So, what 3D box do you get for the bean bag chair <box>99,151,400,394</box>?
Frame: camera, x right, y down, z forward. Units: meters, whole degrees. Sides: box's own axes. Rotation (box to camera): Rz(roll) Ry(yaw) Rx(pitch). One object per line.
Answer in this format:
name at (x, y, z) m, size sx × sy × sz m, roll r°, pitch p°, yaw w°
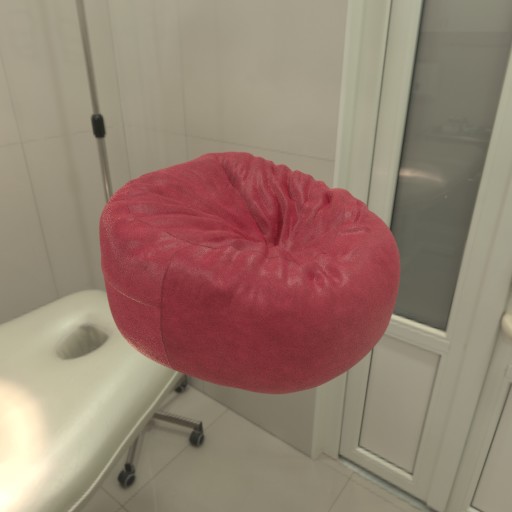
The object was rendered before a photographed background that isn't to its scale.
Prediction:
bean bag chair at (0.000, 0.000, 2.448) m, size 1.524 × 0.878 × 1.524 m, roll 19°, pitch 32°, yaw 33°
